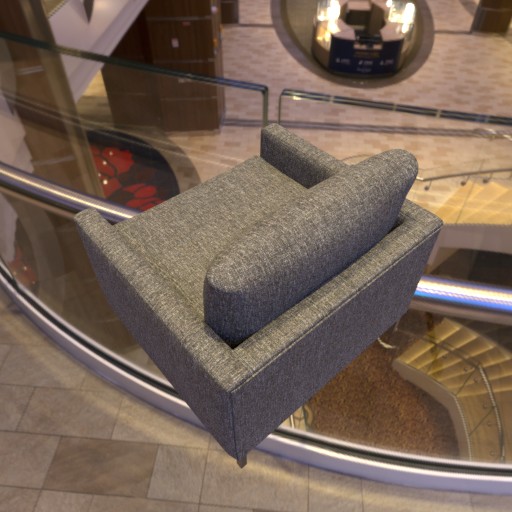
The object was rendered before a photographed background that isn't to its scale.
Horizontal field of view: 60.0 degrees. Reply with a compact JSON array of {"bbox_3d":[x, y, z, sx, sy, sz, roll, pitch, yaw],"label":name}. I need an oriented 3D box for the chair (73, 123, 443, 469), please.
[{"bbox_3d":[0.000,0.000,1.626,0.963,0.861,0.866,-32,54,-27],"label":"chair"}]
